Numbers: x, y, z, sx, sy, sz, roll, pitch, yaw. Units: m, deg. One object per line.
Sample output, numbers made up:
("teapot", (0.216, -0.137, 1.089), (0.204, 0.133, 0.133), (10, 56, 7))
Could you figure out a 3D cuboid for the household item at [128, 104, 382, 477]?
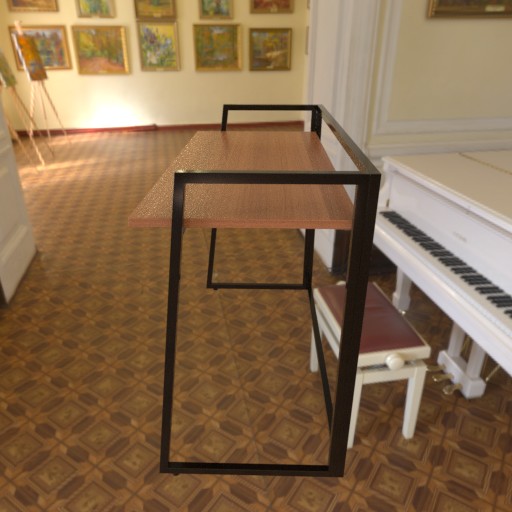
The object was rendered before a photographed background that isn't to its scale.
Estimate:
("household item", (0.000, 0.000, 1.511), (0.510, 0.860, 1.050), (1, 26, 1))
